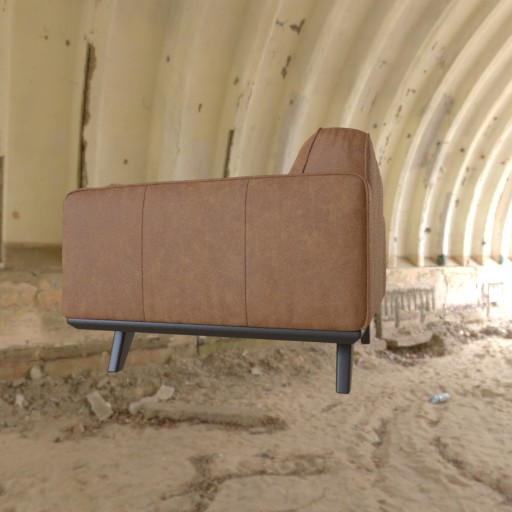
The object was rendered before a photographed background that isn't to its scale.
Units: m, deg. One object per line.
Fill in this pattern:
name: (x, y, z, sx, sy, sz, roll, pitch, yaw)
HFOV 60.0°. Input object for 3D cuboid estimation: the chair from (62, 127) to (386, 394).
chair: (0.000, 0.000, 1.747, 0.952, 0.782, 1.118, 0, -1, 18)
